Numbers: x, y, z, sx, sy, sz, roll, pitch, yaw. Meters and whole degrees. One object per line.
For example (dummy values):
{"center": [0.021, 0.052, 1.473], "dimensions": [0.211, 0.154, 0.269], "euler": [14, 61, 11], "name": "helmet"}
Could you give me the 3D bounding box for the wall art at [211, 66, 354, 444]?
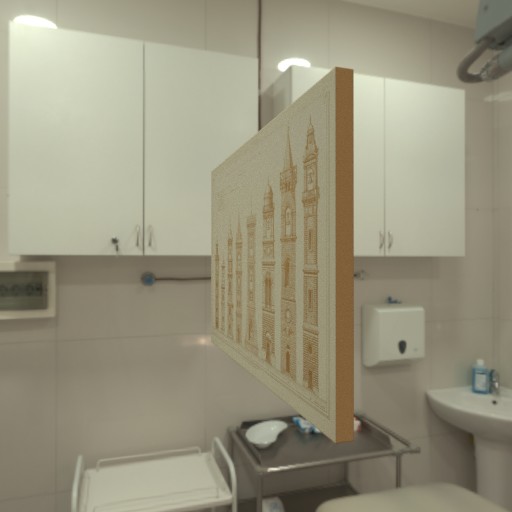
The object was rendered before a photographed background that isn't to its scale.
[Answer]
{"center": [0.000, 0.000, 1.154], "dimensions": [0.033, 0.608, 0.915], "euler": [0, 0, -18], "name": "wall art"}
